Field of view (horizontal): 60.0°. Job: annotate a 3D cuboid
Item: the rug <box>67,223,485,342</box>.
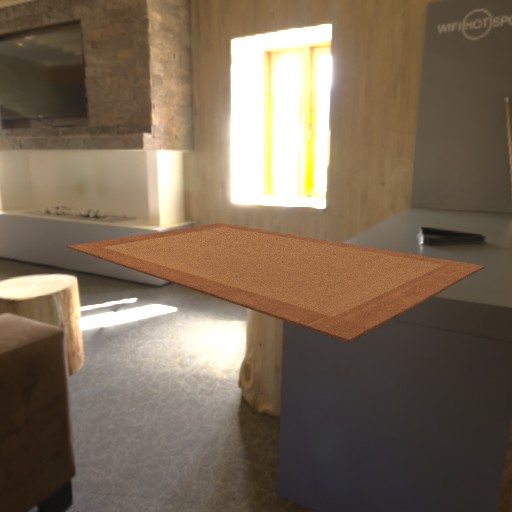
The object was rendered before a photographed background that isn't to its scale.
[{"bbox_3d":[0.000,0.000,3.009,2.438,0.014,1.524,12,18,42],"label":"rug"}]
